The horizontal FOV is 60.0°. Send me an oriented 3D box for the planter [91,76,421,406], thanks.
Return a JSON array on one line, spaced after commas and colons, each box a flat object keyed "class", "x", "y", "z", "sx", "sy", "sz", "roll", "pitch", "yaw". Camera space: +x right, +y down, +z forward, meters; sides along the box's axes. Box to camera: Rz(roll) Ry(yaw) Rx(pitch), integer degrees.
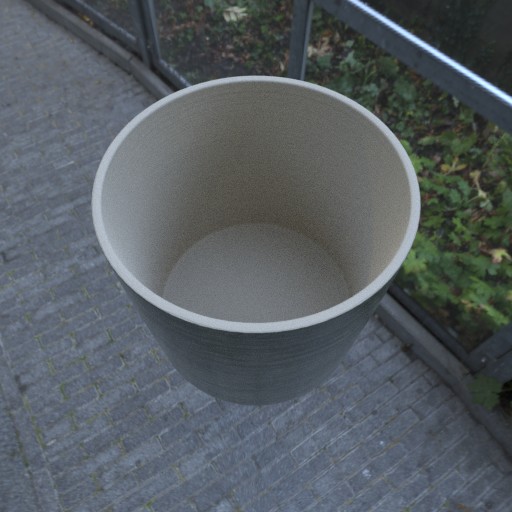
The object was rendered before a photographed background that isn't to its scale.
[{"class": "planter", "x": 0.000, "y": 0.000, "z": 0.389, "sx": 0.221, "sy": 0.201, "sz": 0.221, "roll": 0, "pitch": 59, "yaw": 0}]
